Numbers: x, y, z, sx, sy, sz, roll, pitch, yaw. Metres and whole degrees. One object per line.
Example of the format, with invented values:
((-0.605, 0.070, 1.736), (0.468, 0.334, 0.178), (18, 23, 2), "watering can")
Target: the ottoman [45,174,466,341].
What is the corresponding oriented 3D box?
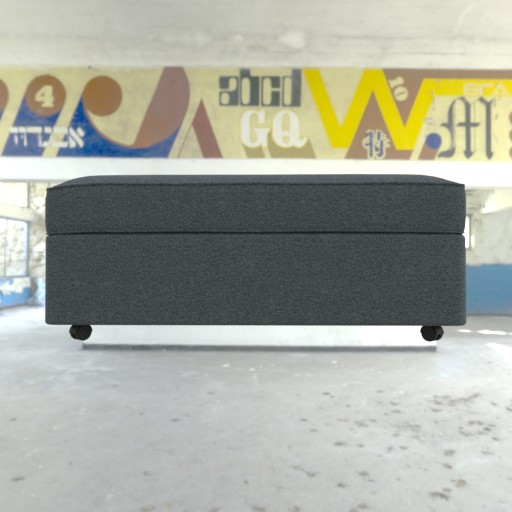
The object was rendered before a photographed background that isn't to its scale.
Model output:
((0.000, 0.000, 1.537), (1.173, 0.494, 0.681), (0, -1, 1), "ottoman")
